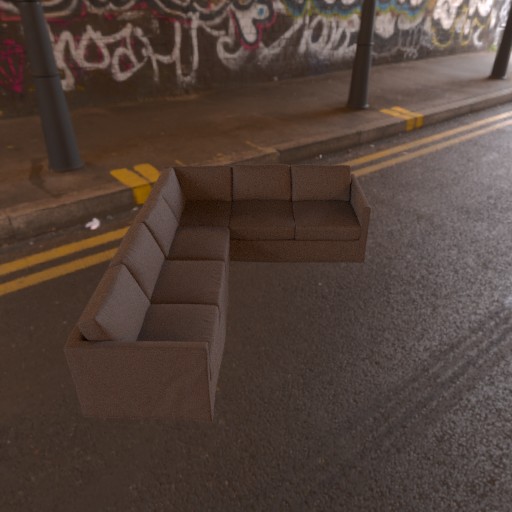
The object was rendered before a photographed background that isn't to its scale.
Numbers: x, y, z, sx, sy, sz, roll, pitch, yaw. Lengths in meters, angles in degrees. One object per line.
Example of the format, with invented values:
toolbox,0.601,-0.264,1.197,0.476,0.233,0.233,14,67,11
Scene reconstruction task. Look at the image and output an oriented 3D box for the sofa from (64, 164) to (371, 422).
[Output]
sofa,0.000,0.000,4.290,2.432,0.871,3.182,0,31,1
